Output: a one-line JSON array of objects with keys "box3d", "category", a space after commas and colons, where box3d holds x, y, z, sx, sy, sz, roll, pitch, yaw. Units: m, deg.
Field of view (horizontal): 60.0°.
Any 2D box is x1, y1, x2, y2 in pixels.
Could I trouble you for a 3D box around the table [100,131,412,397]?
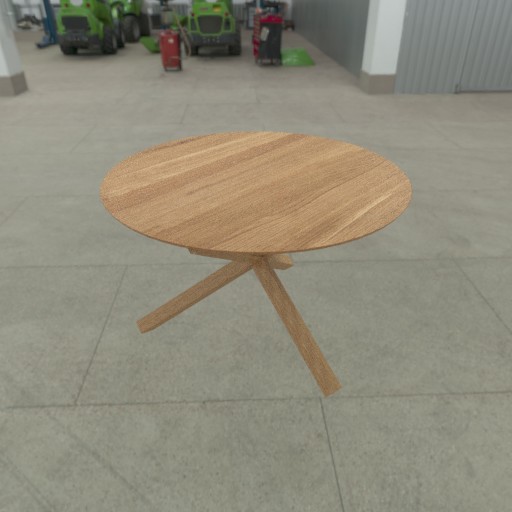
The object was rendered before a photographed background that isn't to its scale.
[{"box3d": [0.000, 0.000, 1.712, 1.038, 0.666, 1.038, 0, 32, 0], "category": "table"}]
